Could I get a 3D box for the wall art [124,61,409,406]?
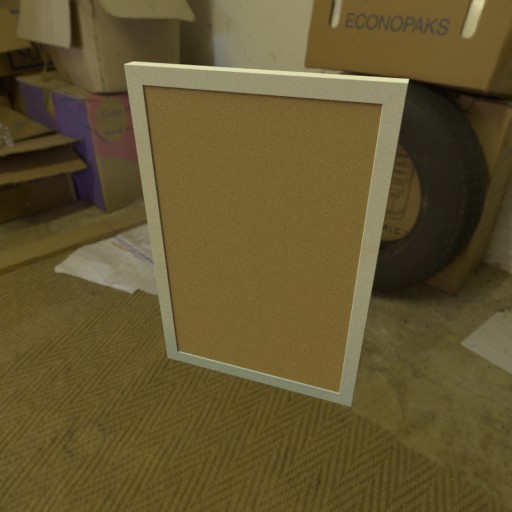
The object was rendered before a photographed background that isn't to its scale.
[{"bbox_3d":[0.000,0.000,1.170,0.612,0.915,0.039,11,34,16],"label":"wall art"}]
